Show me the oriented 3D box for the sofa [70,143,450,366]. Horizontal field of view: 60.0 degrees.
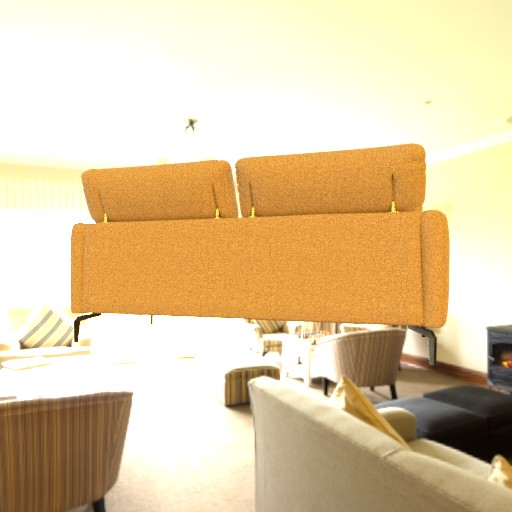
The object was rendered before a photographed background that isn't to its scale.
[{"bbox_3d":[0.000,0.000,2.544,2.015,0.956,0.856,0,-1,18],"label":"sofa"}]
